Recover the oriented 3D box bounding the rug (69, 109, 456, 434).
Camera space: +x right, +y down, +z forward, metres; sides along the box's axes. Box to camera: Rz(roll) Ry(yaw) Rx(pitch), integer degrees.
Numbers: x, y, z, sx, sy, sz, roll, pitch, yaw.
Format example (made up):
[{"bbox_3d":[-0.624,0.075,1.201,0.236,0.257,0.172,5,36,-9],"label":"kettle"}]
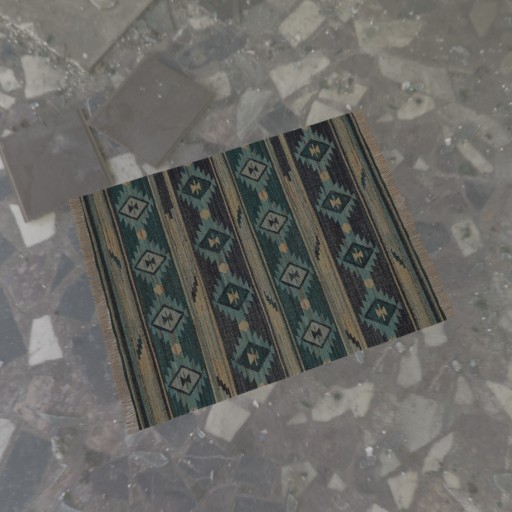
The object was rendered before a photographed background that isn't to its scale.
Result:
[{"bbox_3d":[0.000,0.000,4.432,3.307,0.047,2.418,-18,76,-5],"label":"rug"}]
